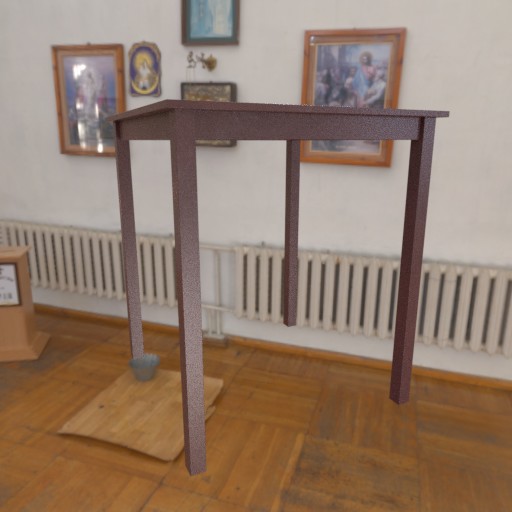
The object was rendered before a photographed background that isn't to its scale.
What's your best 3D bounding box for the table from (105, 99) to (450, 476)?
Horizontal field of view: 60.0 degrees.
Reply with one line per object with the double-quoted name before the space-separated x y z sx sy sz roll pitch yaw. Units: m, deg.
"table" 0.000 0.000 1.631 0.861 0.991 0.861 -7 16 -26
